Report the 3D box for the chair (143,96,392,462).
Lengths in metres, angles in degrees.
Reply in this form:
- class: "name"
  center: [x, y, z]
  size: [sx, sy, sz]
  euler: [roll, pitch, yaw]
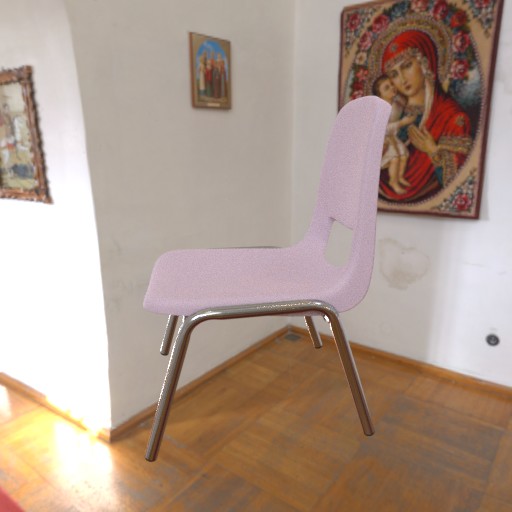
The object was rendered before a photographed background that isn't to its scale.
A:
- class: "chair"
  center: [0.000, 0.000, 0.786]
  size: [0.385, 0.536, 0.354]
  euler: [-2, 15, -8]
